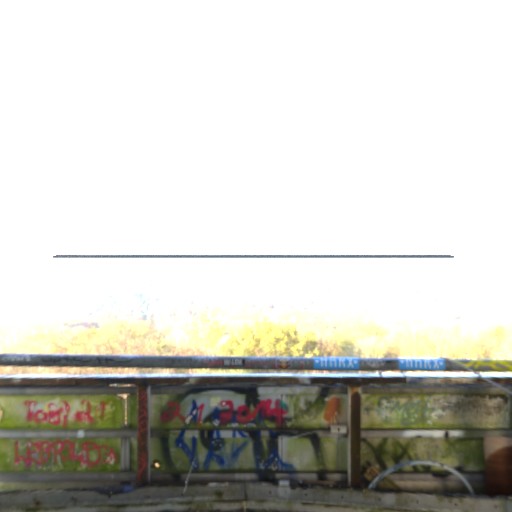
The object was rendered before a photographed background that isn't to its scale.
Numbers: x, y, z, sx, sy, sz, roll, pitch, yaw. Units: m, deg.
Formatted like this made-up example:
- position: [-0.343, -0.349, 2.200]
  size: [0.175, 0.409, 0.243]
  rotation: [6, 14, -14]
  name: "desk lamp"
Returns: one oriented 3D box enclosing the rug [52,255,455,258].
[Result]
- position: [0.000, 0.000, 2.834]
  size: [1.578, 0.014, 2.206]
  rotation: [0, 0, 1]
  name: "rug"
